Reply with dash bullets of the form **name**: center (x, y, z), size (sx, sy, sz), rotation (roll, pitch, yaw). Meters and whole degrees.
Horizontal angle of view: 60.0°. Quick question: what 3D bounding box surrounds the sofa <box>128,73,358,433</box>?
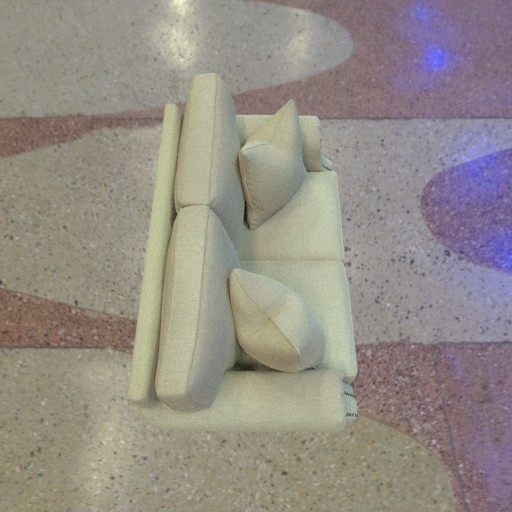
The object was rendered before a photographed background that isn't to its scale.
- **sofa**: center (0.000, 0.000, 2.264), size (0.966, 0.966, 1.701), rotation (0, 62, 0)
